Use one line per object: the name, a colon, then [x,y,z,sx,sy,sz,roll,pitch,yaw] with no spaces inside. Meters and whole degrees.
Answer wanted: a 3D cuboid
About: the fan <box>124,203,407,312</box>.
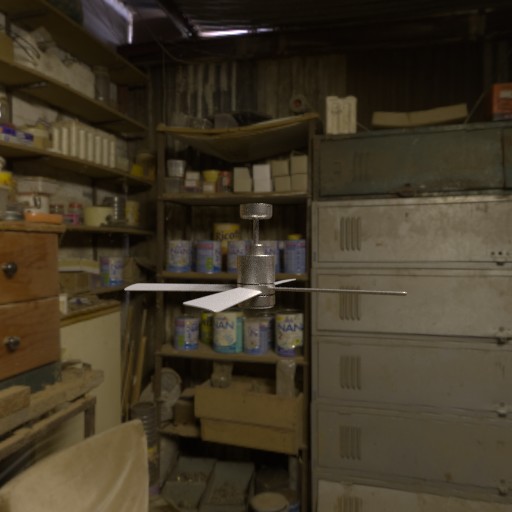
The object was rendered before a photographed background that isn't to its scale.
fan: [0.000,0.000,2.362,1.525,0.539,1.525,0,1,17]
